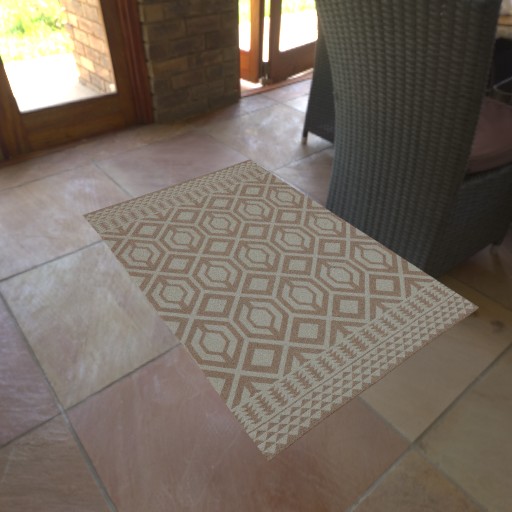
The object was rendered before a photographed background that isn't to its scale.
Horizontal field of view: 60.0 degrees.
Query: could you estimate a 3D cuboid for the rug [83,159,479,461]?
[{"bbox_3d":[0.000,0.000,2.343,1.219,0.008,1.829,-25,45,-27],"label":"rug"}]
